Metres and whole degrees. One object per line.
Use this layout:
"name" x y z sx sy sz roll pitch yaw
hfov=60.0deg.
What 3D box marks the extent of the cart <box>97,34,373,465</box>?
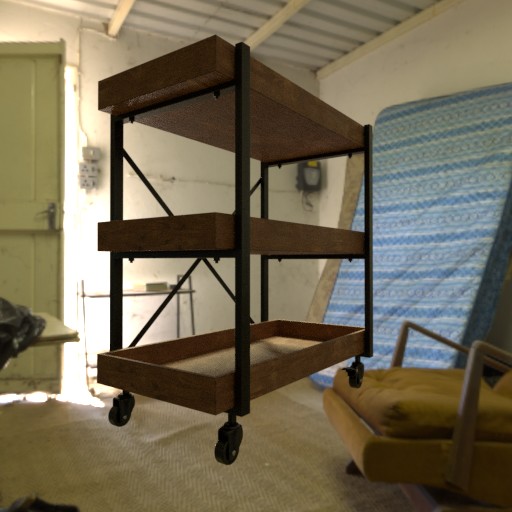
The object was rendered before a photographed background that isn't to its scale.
"cart" 0.000 0.000 1.213 0.411 0.800 0.750 0 -1 36
